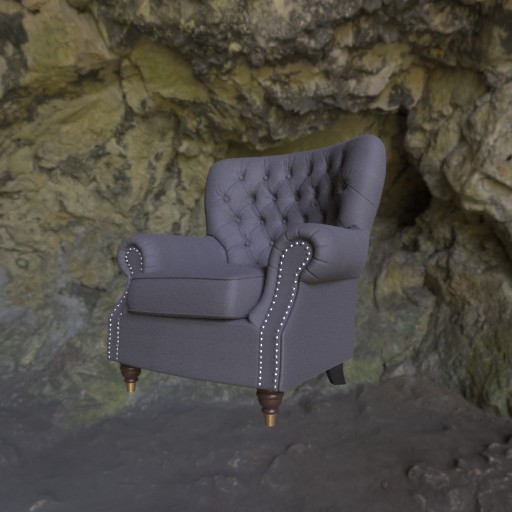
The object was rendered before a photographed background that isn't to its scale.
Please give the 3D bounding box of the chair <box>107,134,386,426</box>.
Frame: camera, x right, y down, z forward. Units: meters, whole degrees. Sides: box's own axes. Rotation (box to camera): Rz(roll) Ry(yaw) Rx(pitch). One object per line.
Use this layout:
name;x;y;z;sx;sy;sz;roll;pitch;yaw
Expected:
chair;0.000;0.000;1.849;0.983;1.046;0.983;-1;-2;34
